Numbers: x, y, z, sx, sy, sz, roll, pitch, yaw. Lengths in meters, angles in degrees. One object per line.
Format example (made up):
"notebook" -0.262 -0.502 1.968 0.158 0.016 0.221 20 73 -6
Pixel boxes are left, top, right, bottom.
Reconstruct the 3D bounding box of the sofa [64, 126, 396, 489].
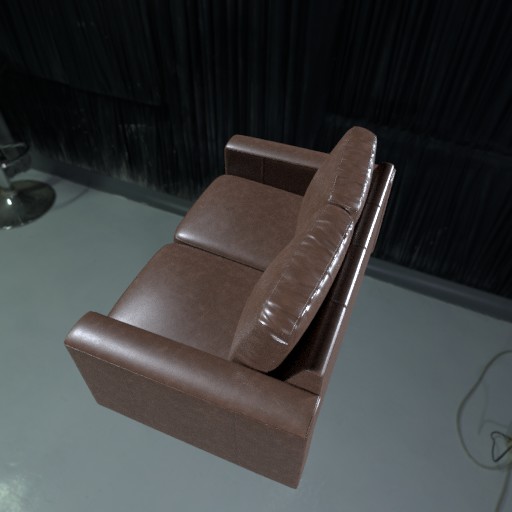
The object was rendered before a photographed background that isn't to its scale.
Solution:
"sofa" 0.000 0.000 2.154 1.016 0.873 1.616 16 48 15
